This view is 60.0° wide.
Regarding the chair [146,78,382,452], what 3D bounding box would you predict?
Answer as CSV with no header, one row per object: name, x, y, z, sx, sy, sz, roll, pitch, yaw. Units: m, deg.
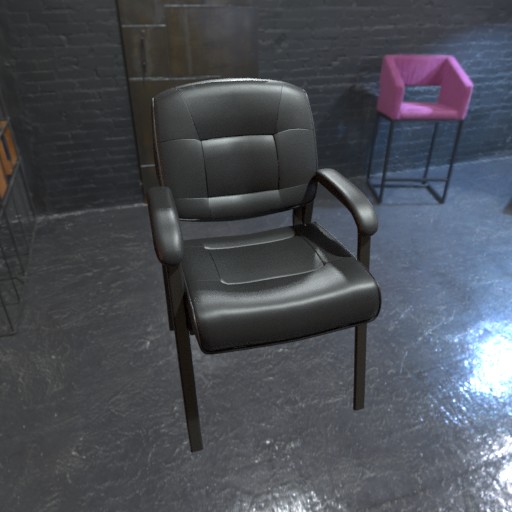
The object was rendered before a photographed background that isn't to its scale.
chair,0.000,0.000,1.324,0.591,0.910,0.668,-9,32,-14
